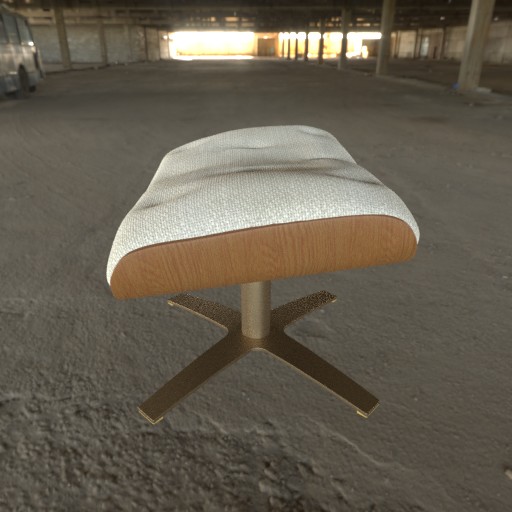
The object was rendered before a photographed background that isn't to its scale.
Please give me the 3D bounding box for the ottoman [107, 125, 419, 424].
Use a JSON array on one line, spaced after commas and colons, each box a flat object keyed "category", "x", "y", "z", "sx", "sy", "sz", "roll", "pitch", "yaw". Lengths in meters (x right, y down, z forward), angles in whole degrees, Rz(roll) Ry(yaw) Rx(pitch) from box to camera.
[{"category": "ottoman", "x": 0.000, "y": 0.000, "z": 0.793, "sx": 0.394, "sy": 0.391, "sz": 0.520, "roll": -1, "pitch": 25, "yaw": -2}]
